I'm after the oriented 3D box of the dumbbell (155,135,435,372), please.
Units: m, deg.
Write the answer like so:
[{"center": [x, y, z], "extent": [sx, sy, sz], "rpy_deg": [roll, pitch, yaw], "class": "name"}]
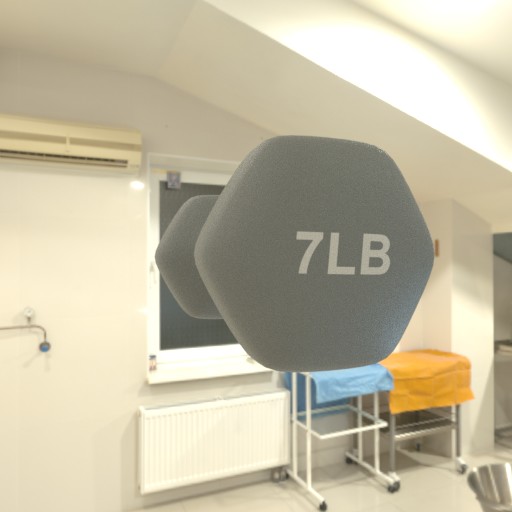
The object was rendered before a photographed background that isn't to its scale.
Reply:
[{"center": [0.000, 0.000, 0.228], "extent": [0.090, 0.081, 0.184], "rpy_deg": [0, -1, -18], "class": "dumbbell"}]
